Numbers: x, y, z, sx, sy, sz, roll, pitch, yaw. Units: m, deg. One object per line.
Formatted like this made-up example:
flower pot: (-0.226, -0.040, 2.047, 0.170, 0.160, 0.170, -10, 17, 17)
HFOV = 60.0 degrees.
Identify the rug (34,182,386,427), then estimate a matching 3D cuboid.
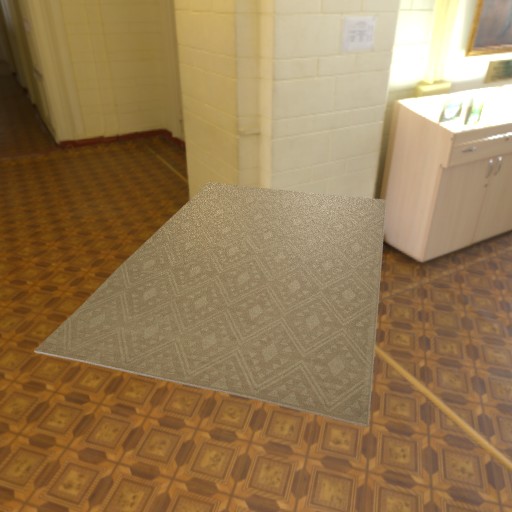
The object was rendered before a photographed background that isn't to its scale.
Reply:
rug: (0.000, 0.000, 2.291, 1.252, 0.034, 1.829, 8, 31, 14)
